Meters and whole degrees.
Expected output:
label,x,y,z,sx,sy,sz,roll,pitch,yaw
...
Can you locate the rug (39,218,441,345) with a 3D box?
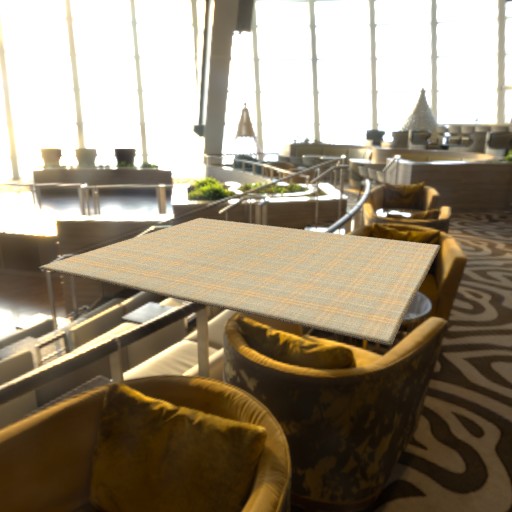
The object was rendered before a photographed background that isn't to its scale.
label,x,y,z,sx,sy,sz,roll,pitch,yaw
rug,0.000,0.000,4.271,3.066,0.030,2.462,9,18,27
